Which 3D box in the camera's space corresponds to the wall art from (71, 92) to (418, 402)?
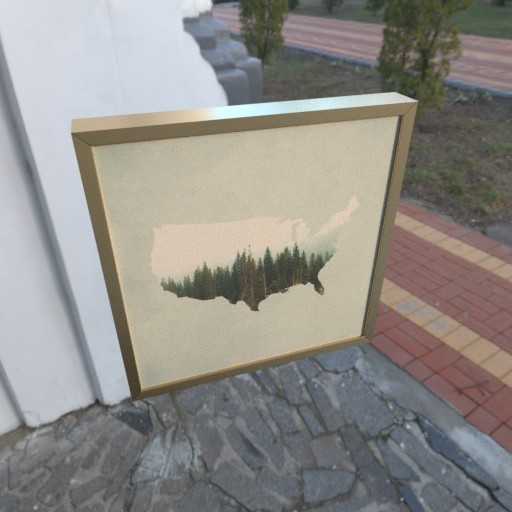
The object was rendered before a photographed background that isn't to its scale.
[{"bbox_3d":[0.000,0.000,0.469,0.304,0.304,0.038,-10,34,-15],"label":"wall art"}]
